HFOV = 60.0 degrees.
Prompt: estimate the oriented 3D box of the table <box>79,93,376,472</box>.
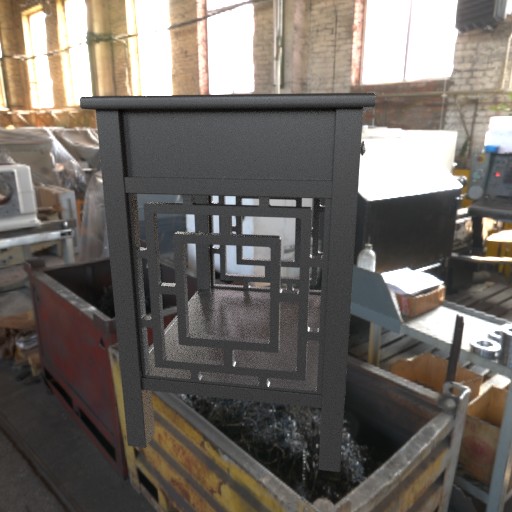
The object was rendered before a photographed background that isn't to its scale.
[{"bbox_3d":[0.000,0.000,0.995,0.451,0.646,0.564,3,16,9],"label":"table"}]
